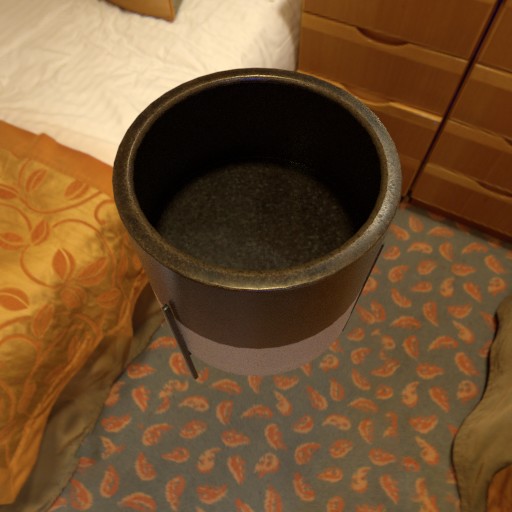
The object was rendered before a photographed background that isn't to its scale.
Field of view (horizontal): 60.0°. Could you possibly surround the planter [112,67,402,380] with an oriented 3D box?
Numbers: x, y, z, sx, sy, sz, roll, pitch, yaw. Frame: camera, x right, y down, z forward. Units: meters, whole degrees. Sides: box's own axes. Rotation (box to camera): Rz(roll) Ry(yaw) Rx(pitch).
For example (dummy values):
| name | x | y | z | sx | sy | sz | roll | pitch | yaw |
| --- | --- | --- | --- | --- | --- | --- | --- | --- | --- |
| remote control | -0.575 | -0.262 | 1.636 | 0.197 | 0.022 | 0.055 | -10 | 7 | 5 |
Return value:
| name | x | y | z | sx | sy | sz | roll | pitch | yaw |
| --- | --- | --- | --- | --- | --- | --- | --- | --- | --- |
| planter | 0.000 | 0.000 | 0.727 | 0.345 | 0.465 | 0.354 | -16 | 61 | -9 |
